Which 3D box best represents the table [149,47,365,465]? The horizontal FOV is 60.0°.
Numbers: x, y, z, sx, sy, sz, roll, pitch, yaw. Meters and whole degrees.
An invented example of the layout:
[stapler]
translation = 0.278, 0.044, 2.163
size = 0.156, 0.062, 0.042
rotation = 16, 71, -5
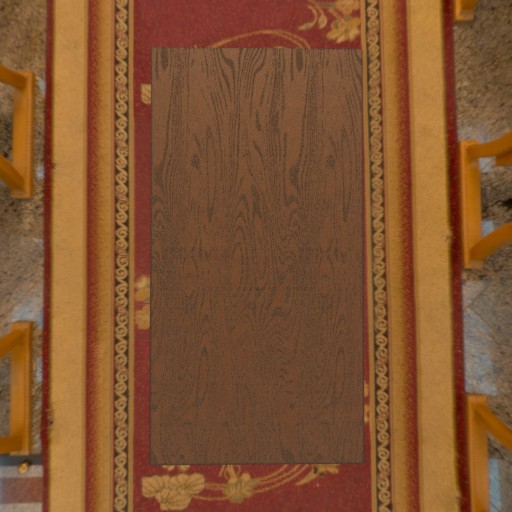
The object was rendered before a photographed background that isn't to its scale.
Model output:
[table]
translation = 0.000, 0.000, 2.485
size = 1.016, 0.762, 1.981
rotation = 0, 89, -1
